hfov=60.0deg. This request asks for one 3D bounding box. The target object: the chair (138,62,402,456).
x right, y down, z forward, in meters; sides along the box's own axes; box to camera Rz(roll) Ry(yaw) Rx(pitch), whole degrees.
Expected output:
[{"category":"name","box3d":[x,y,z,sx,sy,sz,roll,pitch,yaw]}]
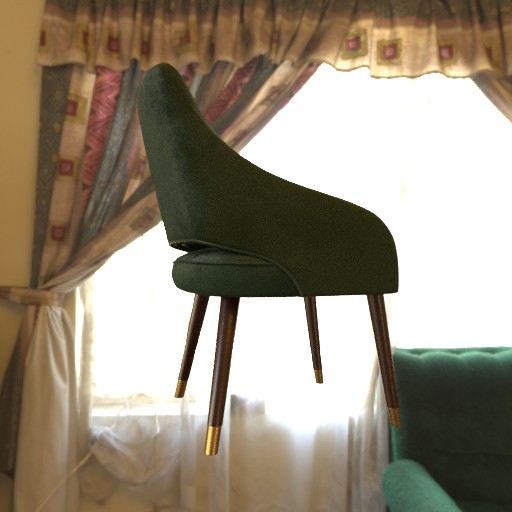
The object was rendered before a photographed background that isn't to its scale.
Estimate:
[{"category":"chair","box3d":[0.000,0.000,1.537,0.794,1.081,0.683,0,-1,-19]}]
